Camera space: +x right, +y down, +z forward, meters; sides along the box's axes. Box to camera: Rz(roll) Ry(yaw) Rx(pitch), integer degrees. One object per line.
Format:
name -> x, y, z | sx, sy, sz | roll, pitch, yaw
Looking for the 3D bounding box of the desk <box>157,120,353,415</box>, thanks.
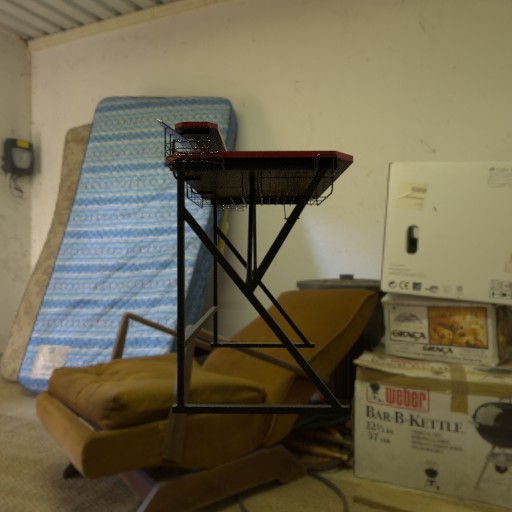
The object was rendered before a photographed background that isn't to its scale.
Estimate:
desk -> 0.000, 0.000, 1.742 | 0.588, 0.913, 1.280 | 0, 0, 1
